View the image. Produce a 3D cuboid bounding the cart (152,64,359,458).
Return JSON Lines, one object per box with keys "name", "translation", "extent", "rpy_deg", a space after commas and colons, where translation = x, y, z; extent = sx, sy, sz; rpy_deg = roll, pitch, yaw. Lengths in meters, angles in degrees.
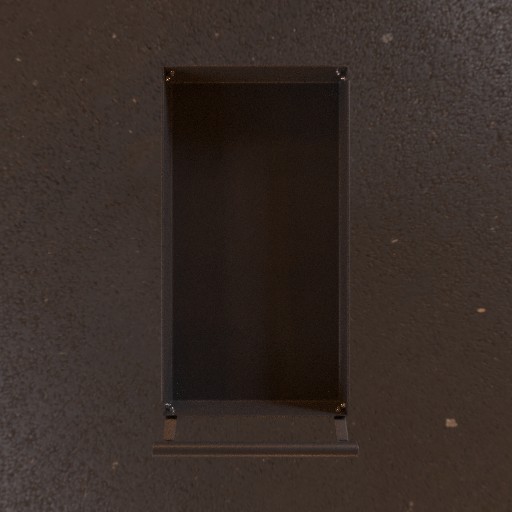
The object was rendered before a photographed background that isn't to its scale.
{"name": "cart", "translation": [0.000, 0.000, 1.170], "extent": [0.366, 0.780, 0.719], "rpy_deg": [0, 90, 0]}
